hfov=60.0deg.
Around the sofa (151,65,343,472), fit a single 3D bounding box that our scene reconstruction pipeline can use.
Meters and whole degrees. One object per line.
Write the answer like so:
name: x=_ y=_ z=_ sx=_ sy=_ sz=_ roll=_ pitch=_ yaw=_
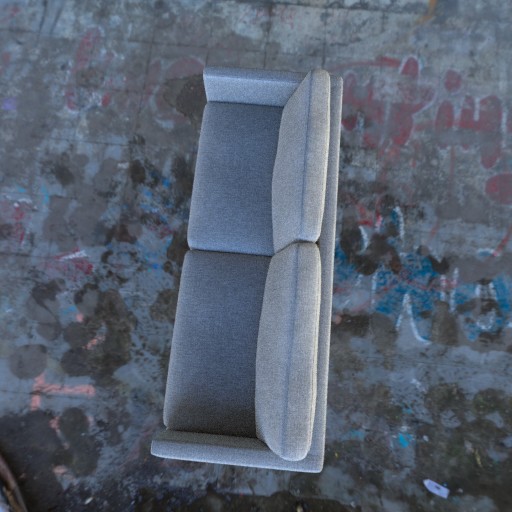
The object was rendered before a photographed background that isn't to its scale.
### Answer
sofa: x=0.000 y=0.000 z=2.886 sx=0.948 sy=0.951 sz=2.434 roll=5 pitch=76 yaw=1
